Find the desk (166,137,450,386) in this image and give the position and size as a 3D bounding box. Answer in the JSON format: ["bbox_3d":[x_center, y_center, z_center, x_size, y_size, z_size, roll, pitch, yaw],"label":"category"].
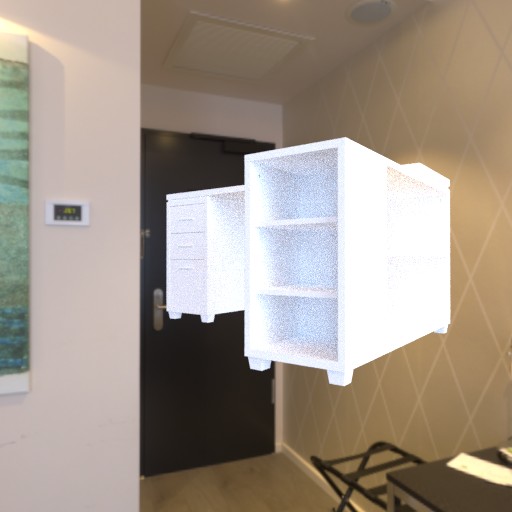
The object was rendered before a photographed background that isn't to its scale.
[{"bbox_3d":[0.000,0.000,2.189,1.524,0.759,1.199,0,0,37],"label":"desk"}]
